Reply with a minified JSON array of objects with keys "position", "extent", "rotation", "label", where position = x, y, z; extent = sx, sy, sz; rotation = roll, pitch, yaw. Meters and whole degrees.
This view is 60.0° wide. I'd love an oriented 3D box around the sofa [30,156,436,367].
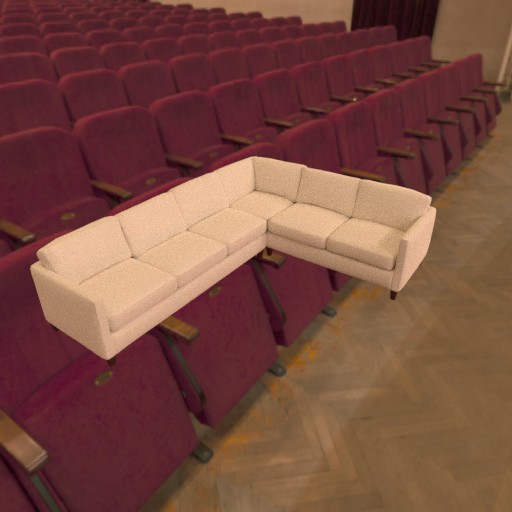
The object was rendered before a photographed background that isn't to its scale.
[{"position":[0.000,0.000,4.461],"extent":[2.593,0.947,3.302],"rotation":[20,36,30],"label":"sofa"}]
